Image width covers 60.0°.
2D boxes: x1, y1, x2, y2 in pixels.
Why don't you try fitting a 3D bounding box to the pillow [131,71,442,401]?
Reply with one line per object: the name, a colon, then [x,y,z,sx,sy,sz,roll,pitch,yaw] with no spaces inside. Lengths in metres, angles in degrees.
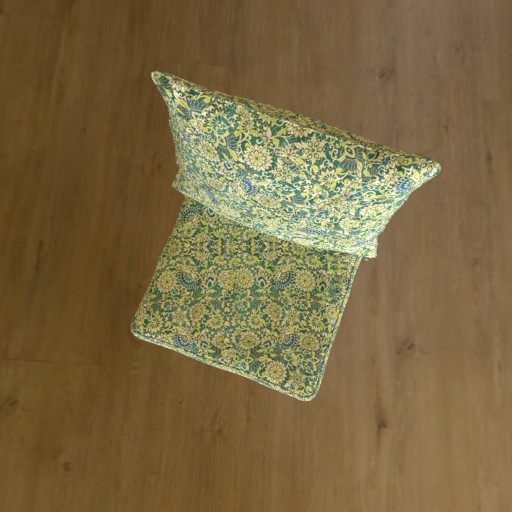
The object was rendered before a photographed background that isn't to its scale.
pillow: [0.000,0.000,1.377,0.798,0.722,0.740,20,78,4]
